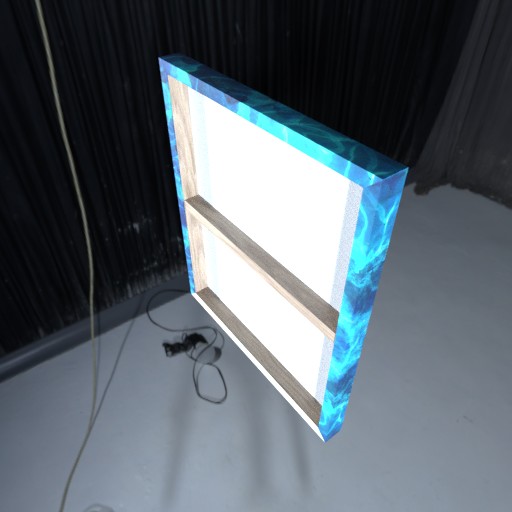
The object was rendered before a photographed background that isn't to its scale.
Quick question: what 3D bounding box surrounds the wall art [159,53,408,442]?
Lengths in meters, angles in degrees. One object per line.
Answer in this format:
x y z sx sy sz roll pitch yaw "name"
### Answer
0.000 0.000 0.709 0.038 0.508 0.432 -27 48 -27 "wall art"
